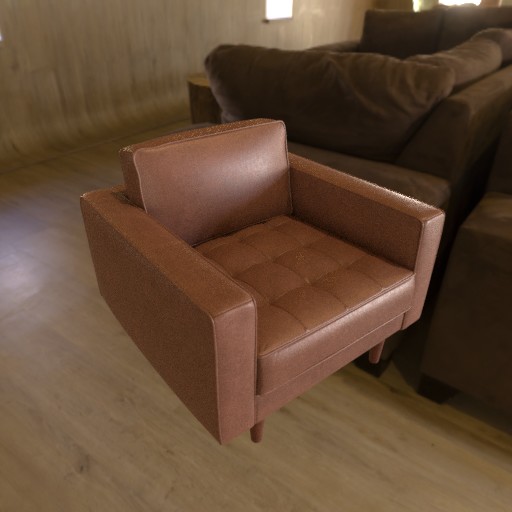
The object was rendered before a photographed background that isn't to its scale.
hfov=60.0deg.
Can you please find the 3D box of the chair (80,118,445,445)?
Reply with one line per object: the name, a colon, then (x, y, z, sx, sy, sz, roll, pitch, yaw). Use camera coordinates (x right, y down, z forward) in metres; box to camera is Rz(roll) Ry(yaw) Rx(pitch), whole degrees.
chair: (0.000, 0.000, 1.550, 0.920, 0.770, 0.900, -22, 37, -31)
